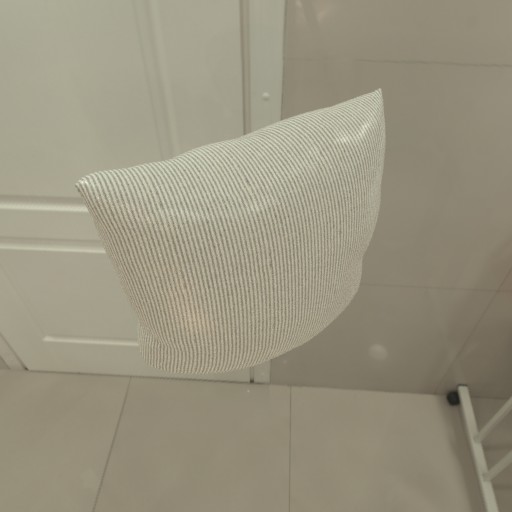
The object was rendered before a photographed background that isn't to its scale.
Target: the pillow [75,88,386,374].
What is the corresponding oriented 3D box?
[{"bbox_3d":[0.000,0.000,0.700,0.387,0.432,0.310,3,46,3],"label":"pillow"}]
